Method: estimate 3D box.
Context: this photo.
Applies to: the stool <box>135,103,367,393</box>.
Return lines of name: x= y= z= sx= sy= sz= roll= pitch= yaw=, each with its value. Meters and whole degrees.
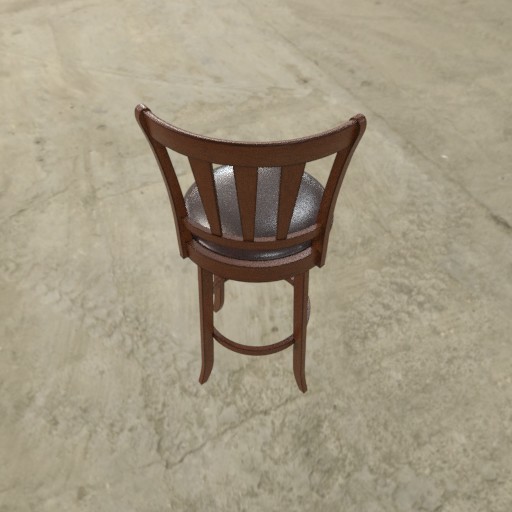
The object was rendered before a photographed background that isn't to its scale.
stool: x=0.000 y=0.000 z=1.410 sx=0.464 sy=1.177 sz=0.503 roll=4 pitch=47 yaw=3
